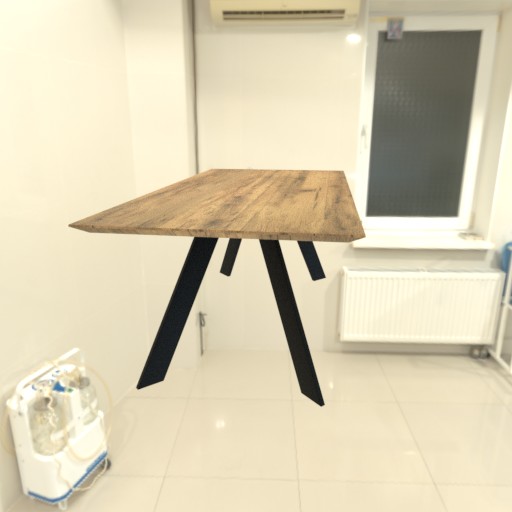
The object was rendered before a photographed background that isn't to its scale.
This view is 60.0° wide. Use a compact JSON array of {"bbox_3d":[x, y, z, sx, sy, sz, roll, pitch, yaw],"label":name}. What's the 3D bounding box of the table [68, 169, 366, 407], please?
[{"bbox_3d":[0.000,0.000,2.509,1.000,0.770,2.000,3,17,8],"label":"table"}]
